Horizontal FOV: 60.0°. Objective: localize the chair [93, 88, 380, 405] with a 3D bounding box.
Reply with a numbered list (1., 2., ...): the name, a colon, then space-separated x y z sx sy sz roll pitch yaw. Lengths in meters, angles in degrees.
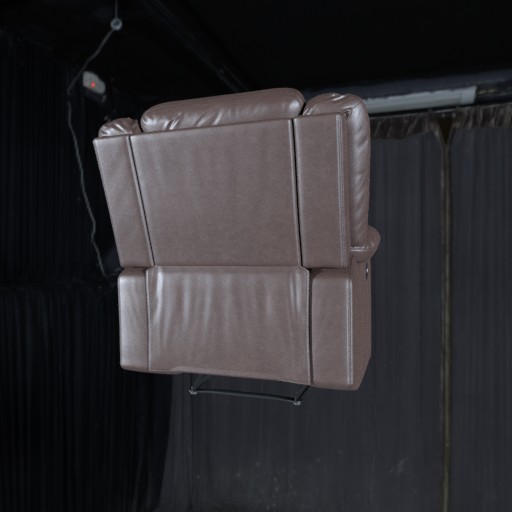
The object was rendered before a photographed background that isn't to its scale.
1. chair: 0.000 0.000 1.702 0.899 1.009 0.934 0 -1 18
